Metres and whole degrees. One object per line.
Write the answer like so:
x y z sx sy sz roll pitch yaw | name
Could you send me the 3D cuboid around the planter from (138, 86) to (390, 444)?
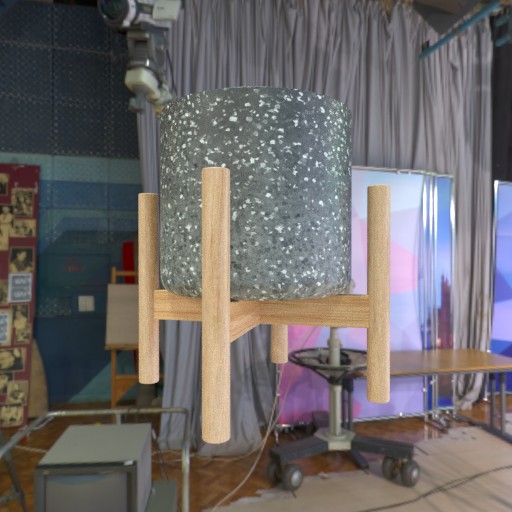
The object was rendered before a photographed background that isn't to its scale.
0.000 0.000 0.527 0.284 0.320 0.284 0 1 37 | planter
